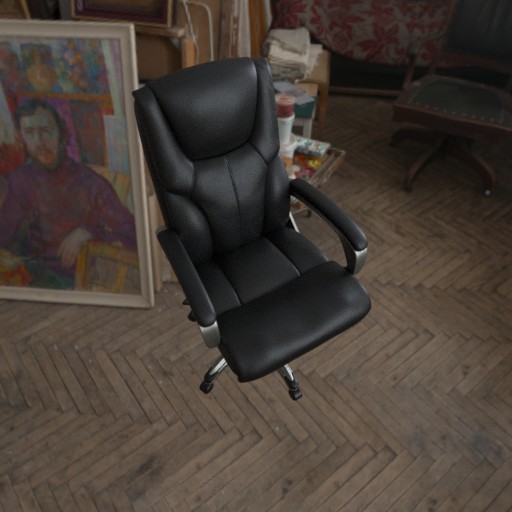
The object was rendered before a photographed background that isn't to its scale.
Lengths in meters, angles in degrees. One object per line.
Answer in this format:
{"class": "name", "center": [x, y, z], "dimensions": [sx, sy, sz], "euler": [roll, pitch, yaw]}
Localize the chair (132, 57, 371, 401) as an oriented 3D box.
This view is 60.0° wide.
{"class": "chair", "center": [0.000, 0.000, 1.618], "dimensions": [0.663, 1.155, 0.739], "euler": [-24, 52, -21]}
